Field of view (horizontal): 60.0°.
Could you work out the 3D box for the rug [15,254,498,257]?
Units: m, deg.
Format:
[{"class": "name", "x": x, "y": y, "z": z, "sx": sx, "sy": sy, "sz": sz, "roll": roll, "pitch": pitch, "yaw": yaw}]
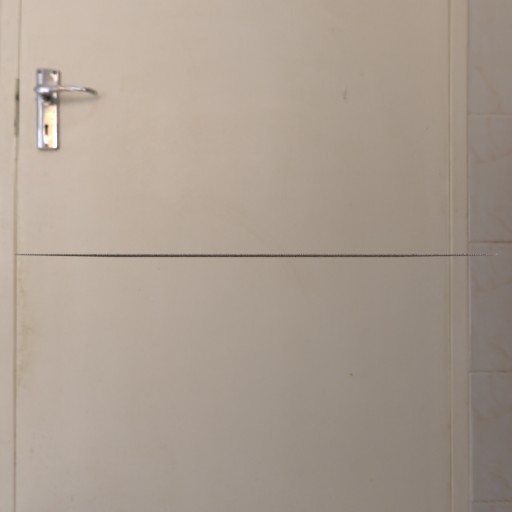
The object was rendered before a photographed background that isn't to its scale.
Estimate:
[{"class": "rug", "x": 0.000, "y": 0.000, "z": 2.276, "sx": 1.818, "sy": 0.005, "sz": 1.217, "roll": 0, "pitch": -1, "yaw": 0}]
